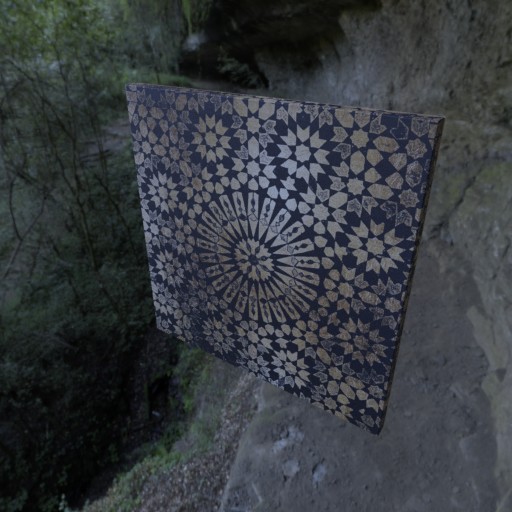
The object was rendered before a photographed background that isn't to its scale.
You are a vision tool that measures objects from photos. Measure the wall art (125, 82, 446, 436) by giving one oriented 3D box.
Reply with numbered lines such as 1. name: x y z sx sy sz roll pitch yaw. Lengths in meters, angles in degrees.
1. wall art: 0.000 0.000 0.896 0.612 0.612 0.038 18 34 30
